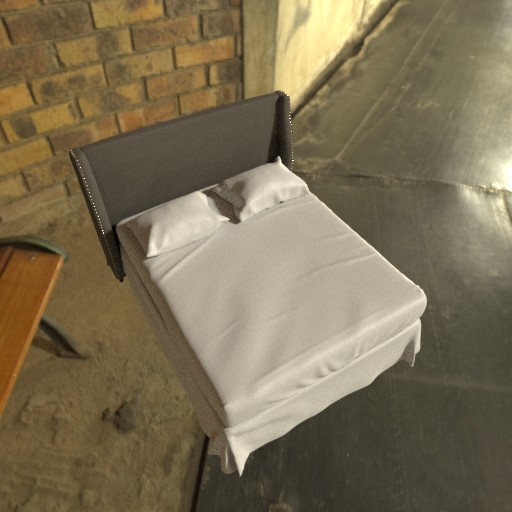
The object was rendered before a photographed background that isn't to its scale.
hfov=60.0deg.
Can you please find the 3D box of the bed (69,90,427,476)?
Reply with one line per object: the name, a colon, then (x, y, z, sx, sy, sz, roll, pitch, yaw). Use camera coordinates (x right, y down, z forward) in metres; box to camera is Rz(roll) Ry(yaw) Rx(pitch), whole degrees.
bed: (0.000, 0.000, 3.415, 1.925, 1.332, 2.276, -23, 50, -21)
